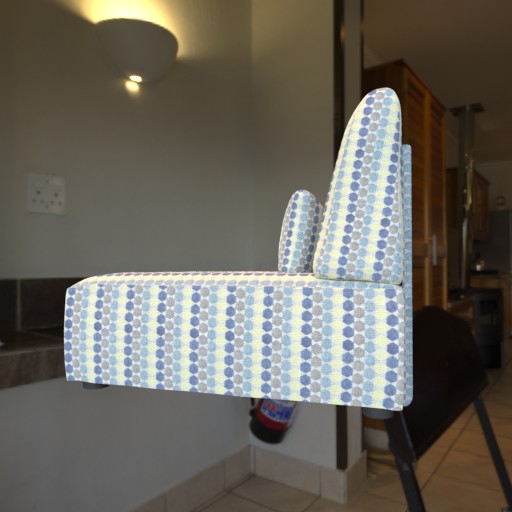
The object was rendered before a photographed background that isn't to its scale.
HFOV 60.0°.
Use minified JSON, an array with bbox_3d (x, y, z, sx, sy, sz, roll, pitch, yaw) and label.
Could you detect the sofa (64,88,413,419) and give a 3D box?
[{"bbox_3d":[0.000,0.000,1.533,1.000,0.820,0.700,-1,-2,17],"label":"sofa"}]
